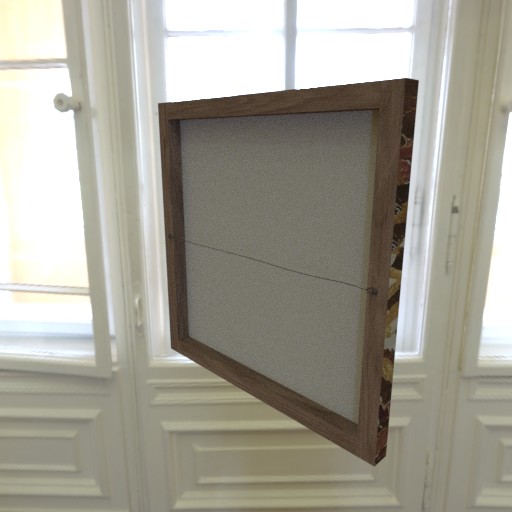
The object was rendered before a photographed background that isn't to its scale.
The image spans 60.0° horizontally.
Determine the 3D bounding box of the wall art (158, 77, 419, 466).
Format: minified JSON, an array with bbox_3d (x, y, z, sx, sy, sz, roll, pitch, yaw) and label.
[{"bbox_3d":[0.000,0.000,0.892,0.041,0.613,0.609,-14,20,-42],"label":"wall art"}]
